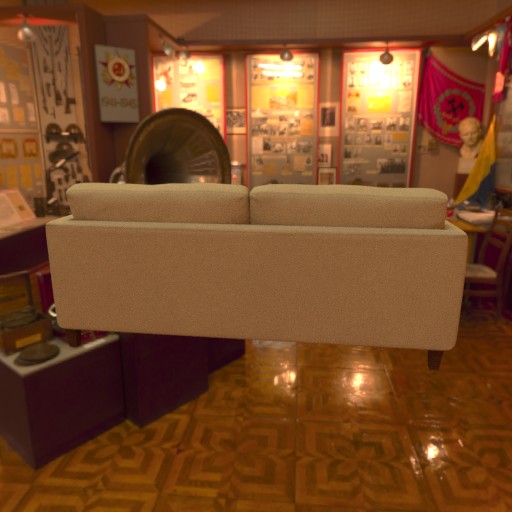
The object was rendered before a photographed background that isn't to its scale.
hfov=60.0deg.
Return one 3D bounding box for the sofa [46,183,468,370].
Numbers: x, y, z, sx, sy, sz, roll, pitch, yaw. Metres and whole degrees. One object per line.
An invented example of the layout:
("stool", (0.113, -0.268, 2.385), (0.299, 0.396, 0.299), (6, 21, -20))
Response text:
("sofa", (0.000, 0.000, 2.727), (2.181, 0.932, 0.948), (2, 15, 7))
